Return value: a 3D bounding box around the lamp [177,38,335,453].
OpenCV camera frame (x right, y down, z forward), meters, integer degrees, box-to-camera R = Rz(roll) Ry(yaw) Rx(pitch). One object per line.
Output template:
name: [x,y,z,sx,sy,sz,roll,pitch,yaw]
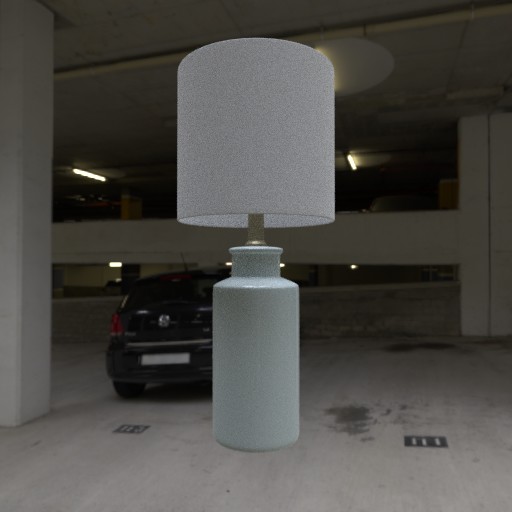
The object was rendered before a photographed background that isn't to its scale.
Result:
lamp: [0.000,0.000,0.606,0.212,0.493,0.212,0,-1,17]
